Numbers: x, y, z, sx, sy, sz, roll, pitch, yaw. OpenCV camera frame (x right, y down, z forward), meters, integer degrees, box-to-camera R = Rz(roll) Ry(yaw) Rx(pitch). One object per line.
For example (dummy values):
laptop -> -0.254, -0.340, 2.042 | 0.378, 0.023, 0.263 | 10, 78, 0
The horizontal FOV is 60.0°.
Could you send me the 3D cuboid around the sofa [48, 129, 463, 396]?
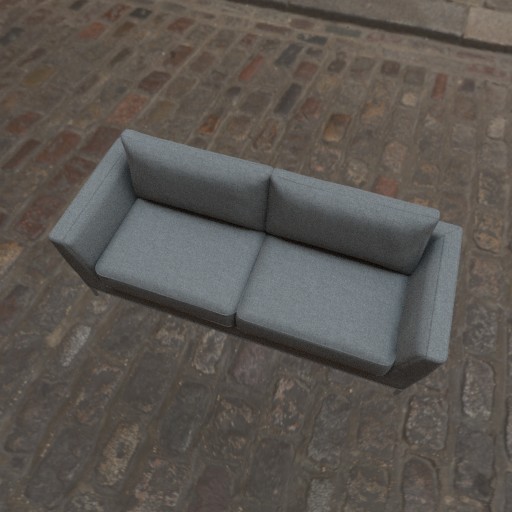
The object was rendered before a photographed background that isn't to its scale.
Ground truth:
sofa -> 0.000, 0.000, 2.706 | 2.212, 1.002, 0.869 | 16, 60, 10
